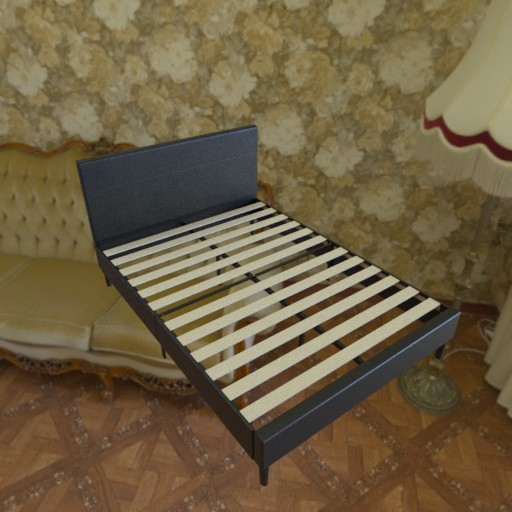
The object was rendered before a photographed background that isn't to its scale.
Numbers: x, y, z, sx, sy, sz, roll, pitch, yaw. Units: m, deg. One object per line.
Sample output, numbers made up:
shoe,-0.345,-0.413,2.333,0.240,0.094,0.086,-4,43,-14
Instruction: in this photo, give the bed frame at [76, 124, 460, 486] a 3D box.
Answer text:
bed frame,0.000,0.000,3.201,1.634,1.127,2.318,-21,38,-30
